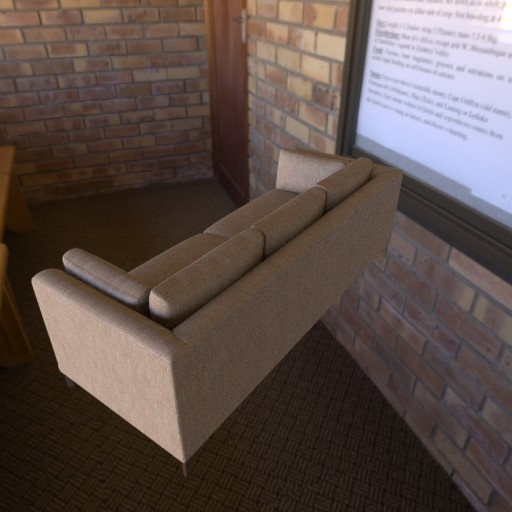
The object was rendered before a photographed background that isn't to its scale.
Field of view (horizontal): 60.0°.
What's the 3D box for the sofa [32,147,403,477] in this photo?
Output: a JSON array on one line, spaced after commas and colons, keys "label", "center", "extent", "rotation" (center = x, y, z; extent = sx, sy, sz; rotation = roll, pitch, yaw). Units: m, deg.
[{"label": "sofa", "center": [0.000, 0.000, 2.877], "extent": [0.969, 0.867, 2.415], "rotation": [21, 38, 30]}]
